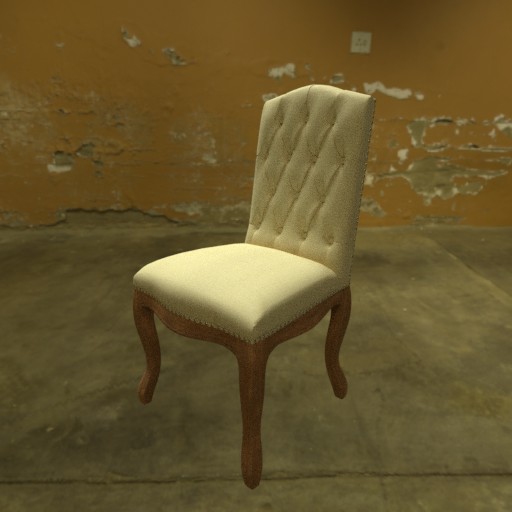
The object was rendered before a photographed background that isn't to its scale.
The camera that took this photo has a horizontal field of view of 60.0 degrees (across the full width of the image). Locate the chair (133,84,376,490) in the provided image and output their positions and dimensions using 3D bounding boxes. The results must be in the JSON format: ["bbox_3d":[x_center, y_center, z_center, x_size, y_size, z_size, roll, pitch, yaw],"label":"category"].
[{"bbox_3d":[0.000,0.000,1.560,0.623,1.165,0.715,16,23,42],"label":"chair"}]
